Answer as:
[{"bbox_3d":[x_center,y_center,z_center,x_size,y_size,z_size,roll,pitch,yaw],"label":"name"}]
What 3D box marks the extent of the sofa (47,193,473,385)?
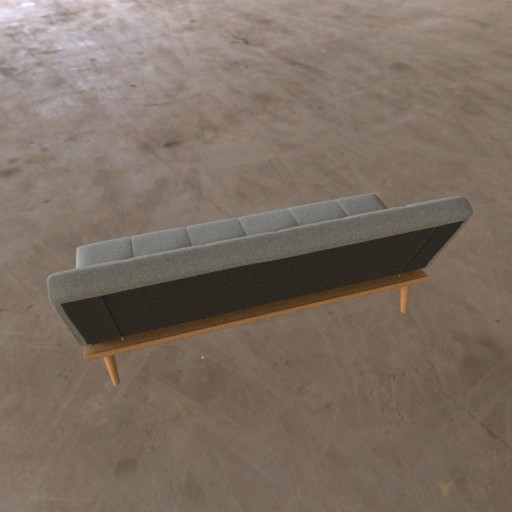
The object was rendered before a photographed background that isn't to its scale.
[{"bbox_3d":[0.000,0.000,2.285,1.820,0.800,0.800,-11,43,-13],"label":"sofa"}]
